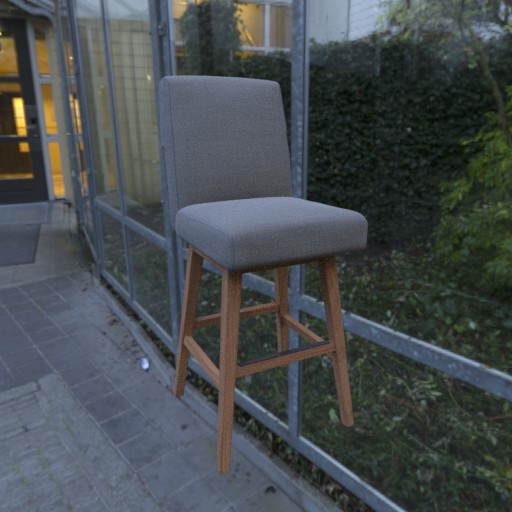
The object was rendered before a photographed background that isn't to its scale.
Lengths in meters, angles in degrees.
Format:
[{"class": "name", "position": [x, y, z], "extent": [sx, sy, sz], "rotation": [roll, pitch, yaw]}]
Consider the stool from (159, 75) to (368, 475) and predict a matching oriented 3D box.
[{"class": "stool", "position": [0.000, 0.000, 1.421], "extent": [0.483, 1.112, 0.570], "rotation": [-8, 19, -26]}]
